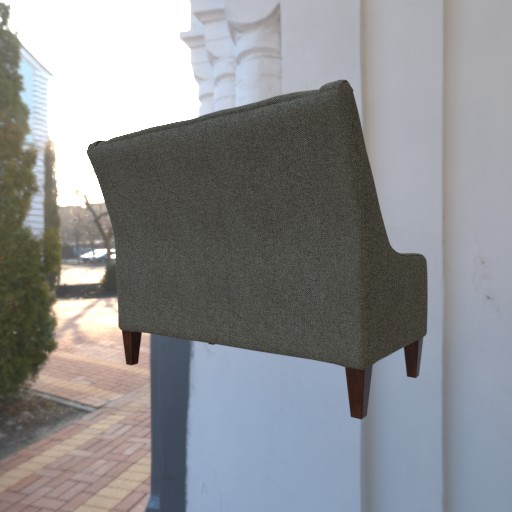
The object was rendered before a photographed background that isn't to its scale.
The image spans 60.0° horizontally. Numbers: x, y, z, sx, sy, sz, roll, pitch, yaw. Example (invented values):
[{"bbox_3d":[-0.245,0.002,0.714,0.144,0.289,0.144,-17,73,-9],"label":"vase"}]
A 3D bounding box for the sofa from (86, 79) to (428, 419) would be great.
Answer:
[{"bbox_3d":[0.000,0.000,1.923,1.242,1.021,0.870,0,1,36],"label":"sofa"}]
